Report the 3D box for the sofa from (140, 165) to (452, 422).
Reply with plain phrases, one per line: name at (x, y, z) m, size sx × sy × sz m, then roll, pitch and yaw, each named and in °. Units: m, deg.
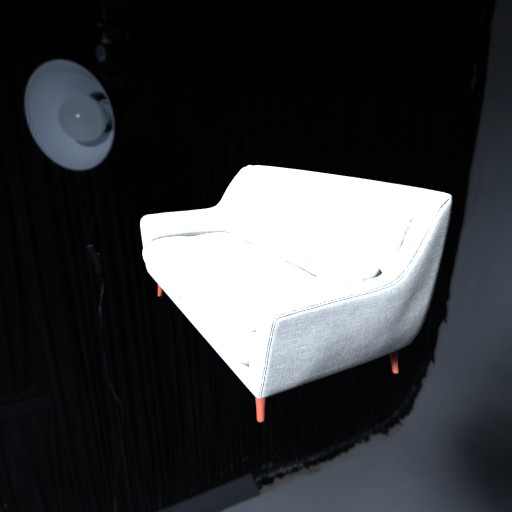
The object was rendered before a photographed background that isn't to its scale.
sofa at (0.000, 0.000, 2.481) m, size 0.976 × 0.897 × 1.930 m, roll -8°, pitch 17°, yaw -25°
